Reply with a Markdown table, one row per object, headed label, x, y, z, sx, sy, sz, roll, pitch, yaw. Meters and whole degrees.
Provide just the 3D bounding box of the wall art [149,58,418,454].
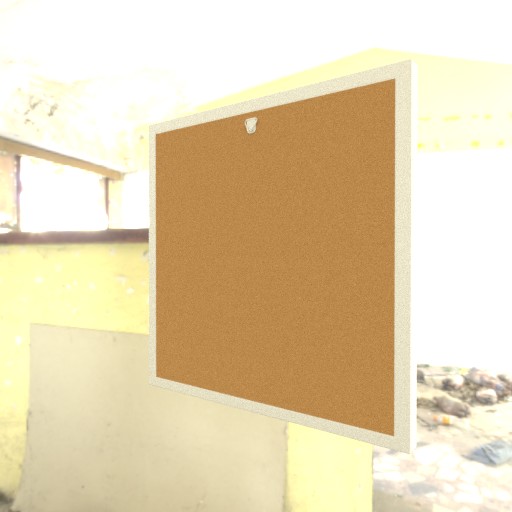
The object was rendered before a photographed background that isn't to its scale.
| label | x | y | z | sx | sy | sz | roll | pitch | yaw |
| --- | --- | --- | --- | --- | --- | --- | --- | --- | --- |
| wall art | 0.000 | 0.000 | 1.089 | 0.761 | 0.762 | 0.050 | 0 | 1 | 36 |
